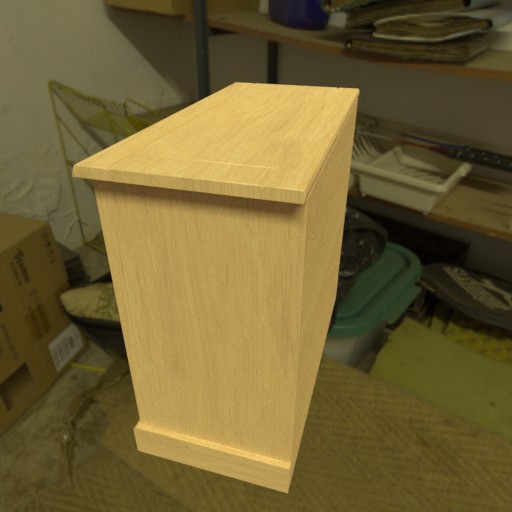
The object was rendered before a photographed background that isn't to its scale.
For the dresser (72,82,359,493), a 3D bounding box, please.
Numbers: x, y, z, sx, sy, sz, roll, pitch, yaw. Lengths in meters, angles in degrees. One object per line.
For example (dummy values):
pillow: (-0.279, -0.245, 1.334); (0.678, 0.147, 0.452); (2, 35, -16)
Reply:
dresser: (0.000, 0.000, 1.349); (0.440, 0.835, 0.915); (9, 32, 14)
